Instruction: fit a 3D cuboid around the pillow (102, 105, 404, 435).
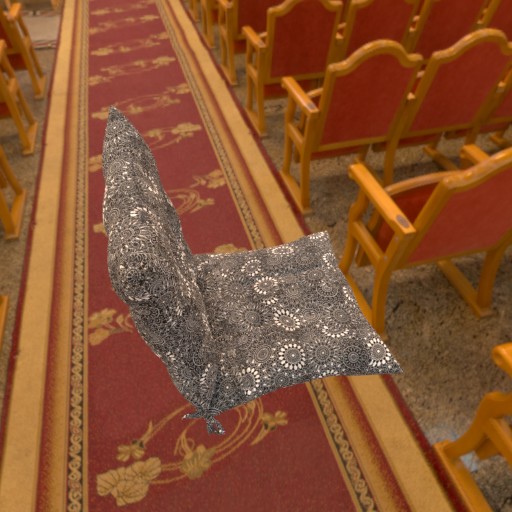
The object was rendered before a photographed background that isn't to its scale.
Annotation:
[{"bbox_3d":[0.000,0.000,0.991,0.585,0.536,0.541,-11,46,-10],"label":"pillow"}]
